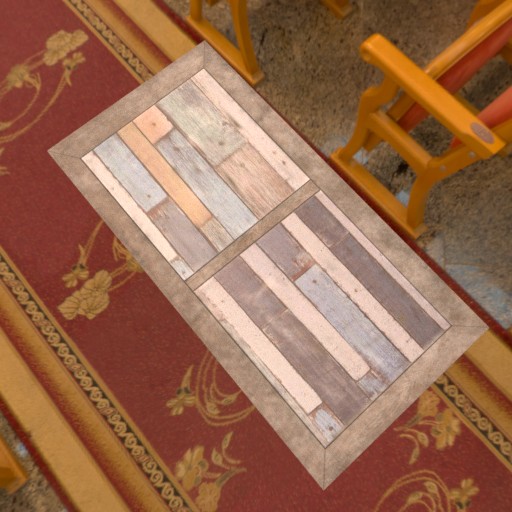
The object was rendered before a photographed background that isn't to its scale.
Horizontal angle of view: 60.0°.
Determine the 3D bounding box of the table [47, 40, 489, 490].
[{"bbox_3d":[0.000,0.000,1.489,0.610,0.470,1.219,-40,78,-10],"label":"table"}]
